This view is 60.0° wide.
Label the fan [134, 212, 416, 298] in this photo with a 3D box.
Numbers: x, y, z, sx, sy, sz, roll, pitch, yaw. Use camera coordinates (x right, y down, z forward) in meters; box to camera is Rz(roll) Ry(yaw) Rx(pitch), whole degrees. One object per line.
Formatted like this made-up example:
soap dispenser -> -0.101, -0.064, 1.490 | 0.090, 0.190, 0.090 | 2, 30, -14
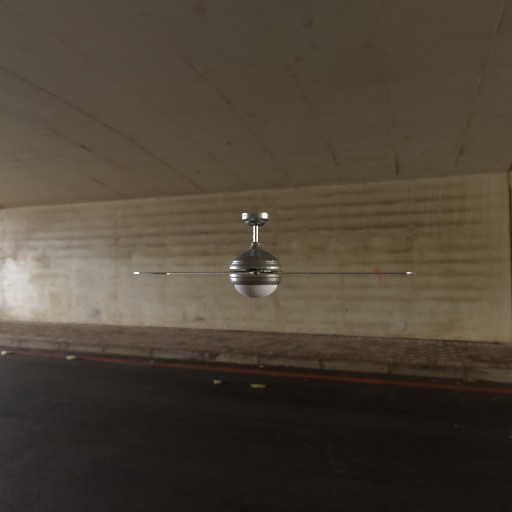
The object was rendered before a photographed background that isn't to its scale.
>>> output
fan -> 0.000, 0.000, 2.020 | 1.321, 0.381, 1.321 | 2, -3, -39
